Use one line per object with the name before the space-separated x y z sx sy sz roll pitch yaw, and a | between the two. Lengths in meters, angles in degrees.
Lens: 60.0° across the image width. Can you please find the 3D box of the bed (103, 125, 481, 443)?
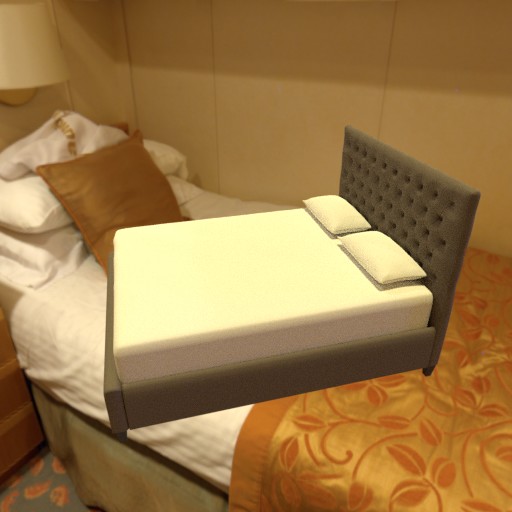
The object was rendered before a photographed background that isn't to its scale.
bed | 0.000 0.000 3.293 2.233 1.426 1.696 -8 30 -13
